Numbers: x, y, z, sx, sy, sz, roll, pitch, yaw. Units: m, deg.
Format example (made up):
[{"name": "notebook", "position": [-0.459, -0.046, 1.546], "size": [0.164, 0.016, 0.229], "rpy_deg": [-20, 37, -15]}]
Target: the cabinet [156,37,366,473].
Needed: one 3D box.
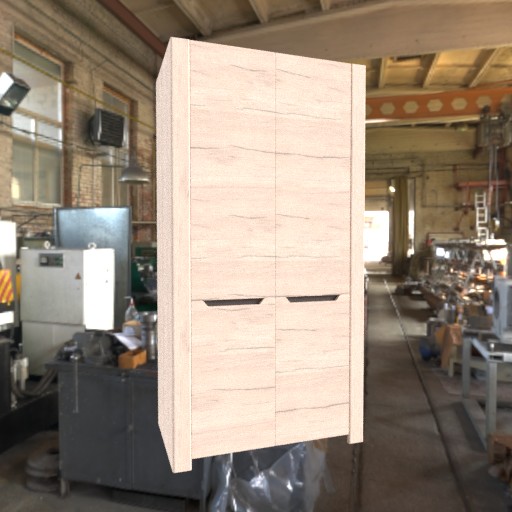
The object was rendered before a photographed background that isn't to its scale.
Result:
[{"name": "cabinet", "position": [0.000, 0.000, 2.383], "size": [0.980, 1.930, 0.580], "rpy_deg": [-1, 2, -19]}]
